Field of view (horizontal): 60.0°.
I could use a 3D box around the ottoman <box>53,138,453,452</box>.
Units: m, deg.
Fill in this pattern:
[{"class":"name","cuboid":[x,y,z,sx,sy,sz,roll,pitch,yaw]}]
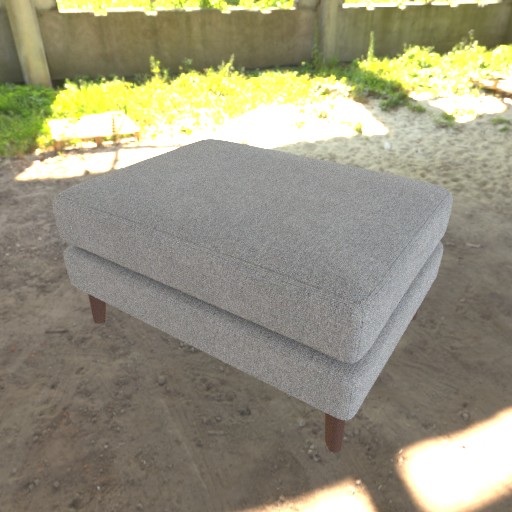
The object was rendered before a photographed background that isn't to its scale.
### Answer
[{"class":"ottoman","cuboid":[0.000,0.000,1.178,0.821,0.441,0.611,19,35,29]}]
